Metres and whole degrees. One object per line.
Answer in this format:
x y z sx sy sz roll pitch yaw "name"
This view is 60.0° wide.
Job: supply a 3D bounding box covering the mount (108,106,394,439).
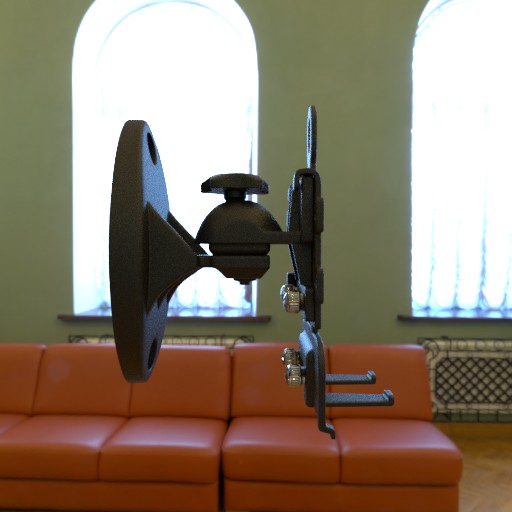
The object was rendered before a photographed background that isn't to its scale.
0.000 0.000 0.176 0.100 0.118 0.066 0 1 1 "mount"
